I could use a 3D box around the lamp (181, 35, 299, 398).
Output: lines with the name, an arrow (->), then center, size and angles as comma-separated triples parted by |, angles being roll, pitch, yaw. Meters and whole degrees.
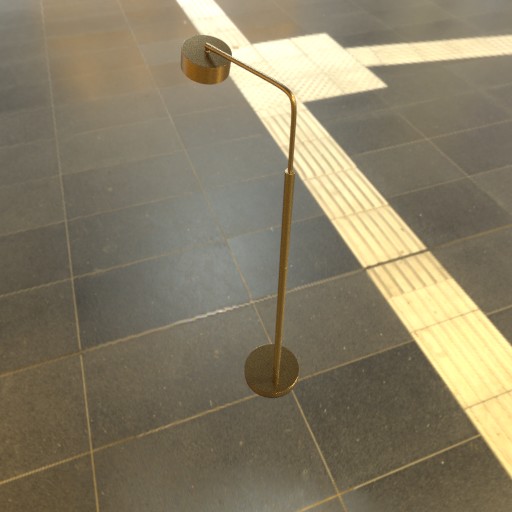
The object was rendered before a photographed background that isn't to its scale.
lamp -> 0.000, 0.000, 1.394 | 0.219, 1.230, 0.418 | -31, 55, -25
